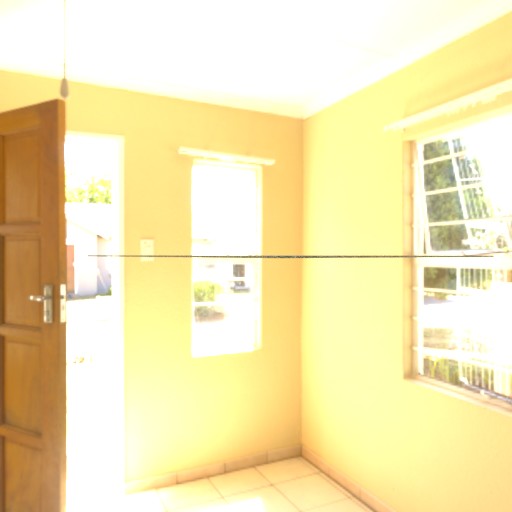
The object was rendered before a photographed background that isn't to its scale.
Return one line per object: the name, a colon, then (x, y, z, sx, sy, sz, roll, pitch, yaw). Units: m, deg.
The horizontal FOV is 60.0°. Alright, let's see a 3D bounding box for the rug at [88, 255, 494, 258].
rug: (0.000, 0.000, 2.194, 1.142, 0.006, 1.752, 0, 0, -36)
